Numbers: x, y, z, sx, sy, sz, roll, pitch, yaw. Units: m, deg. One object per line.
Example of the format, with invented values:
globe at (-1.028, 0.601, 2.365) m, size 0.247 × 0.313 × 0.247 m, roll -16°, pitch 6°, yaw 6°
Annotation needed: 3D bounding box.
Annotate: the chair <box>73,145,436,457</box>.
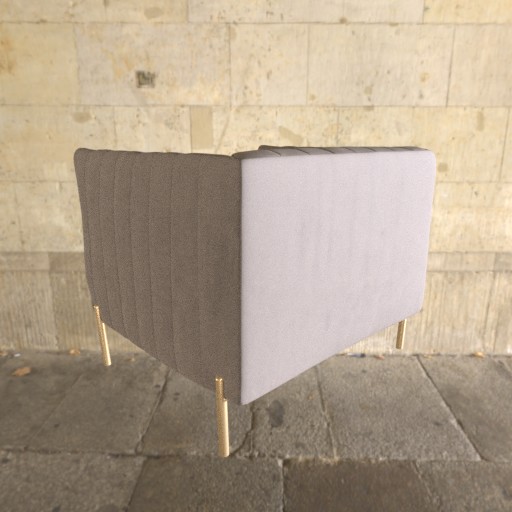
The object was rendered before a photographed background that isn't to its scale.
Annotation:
chair at (0.000, 0.000, 1.605) m, size 0.981 × 0.779 × 0.873 m, roll -14°, pitch 20°, yaw -41°
